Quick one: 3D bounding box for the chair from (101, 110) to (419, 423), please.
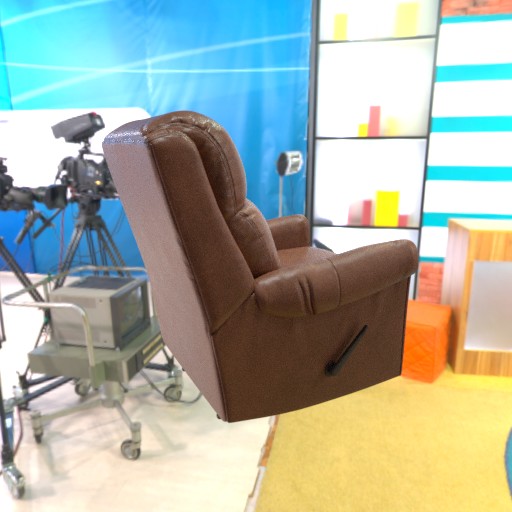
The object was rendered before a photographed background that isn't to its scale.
[{"bbox_3d":[0.000,0.000,1.769,1.014,1.054,0.838,-7,15,-27],"label":"chair"}]
